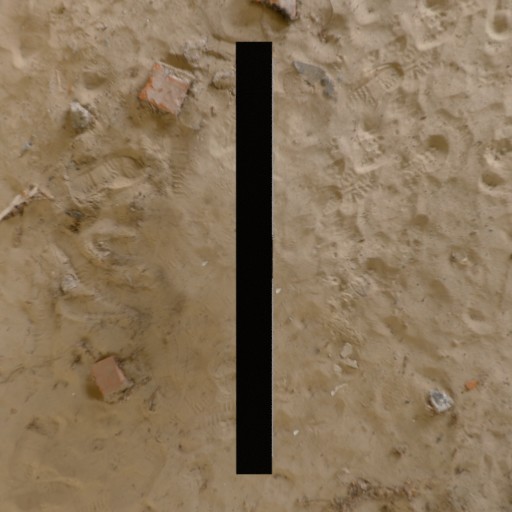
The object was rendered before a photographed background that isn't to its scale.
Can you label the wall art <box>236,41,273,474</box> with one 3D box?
[{"bbox_3d":[0.000,0.000,0.738,0.039,0.553,0.451,0,91,0],"label":"wall art"}]
